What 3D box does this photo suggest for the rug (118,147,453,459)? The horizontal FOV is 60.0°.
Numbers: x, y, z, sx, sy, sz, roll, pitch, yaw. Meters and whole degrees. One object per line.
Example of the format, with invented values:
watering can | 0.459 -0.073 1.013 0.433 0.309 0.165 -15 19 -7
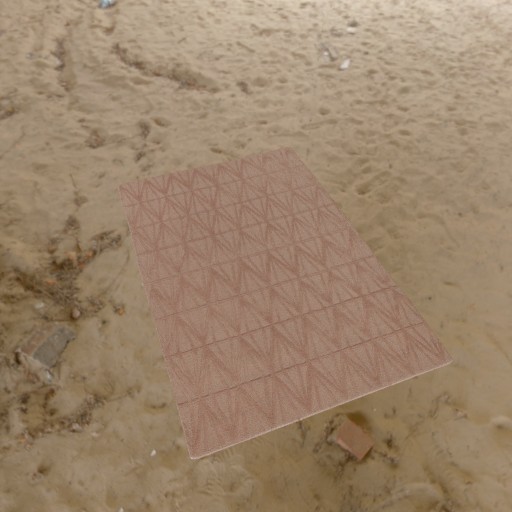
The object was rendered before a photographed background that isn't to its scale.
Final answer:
rug | 0.000 0.000 2.427 1.230 0.025 1.837 -15 48 -14
